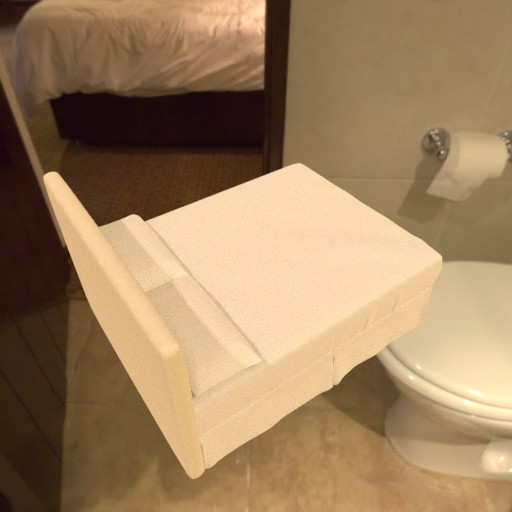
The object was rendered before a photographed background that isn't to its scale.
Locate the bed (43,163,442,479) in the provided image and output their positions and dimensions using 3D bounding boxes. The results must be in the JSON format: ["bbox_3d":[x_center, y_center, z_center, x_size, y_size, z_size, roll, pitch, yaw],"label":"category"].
[{"bbox_3d":[0.000,0.000,3.135,2.147,1.330,1.714,-26,48,-26],"label":"bed"}]
